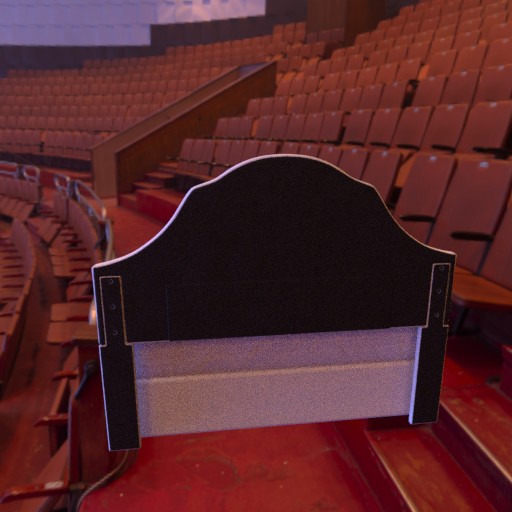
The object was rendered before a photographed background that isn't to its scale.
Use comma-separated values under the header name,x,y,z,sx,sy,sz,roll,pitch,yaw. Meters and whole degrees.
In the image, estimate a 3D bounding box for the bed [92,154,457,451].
name,x,y,z,sx,sy,sz,roll,pitch,yaw
bed,0.000,0.000,3.457,2.008,1.615,2.214,-2,15,-8
